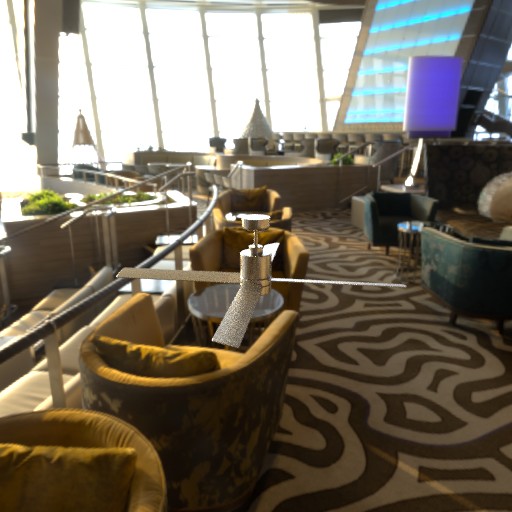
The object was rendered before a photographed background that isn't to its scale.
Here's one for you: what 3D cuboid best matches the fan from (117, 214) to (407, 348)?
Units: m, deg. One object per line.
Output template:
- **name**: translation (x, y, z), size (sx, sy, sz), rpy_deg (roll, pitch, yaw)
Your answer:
- **fan**: translation (0.000, 0.000, 2.000), size (1.322, 0.355, 1.322), rpy_deg (2, 16, 8)
